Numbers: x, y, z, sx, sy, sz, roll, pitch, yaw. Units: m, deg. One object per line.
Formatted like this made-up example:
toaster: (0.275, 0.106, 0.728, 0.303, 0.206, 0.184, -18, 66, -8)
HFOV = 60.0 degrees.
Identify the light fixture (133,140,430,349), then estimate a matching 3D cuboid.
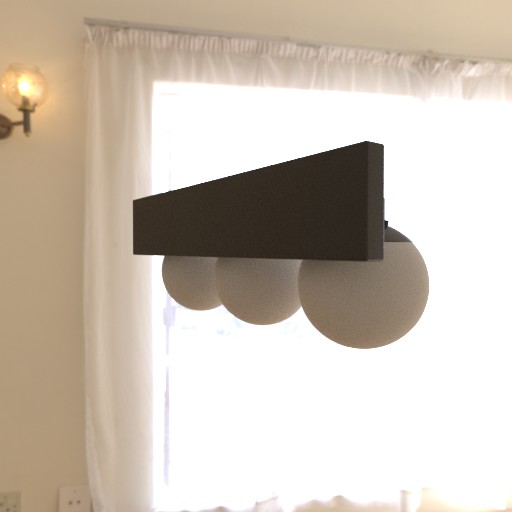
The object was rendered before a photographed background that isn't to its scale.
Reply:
light fixture: (0.000, 0.000, 0.838, 0.218, 0.263, 0.721, -1, 1, -35)
